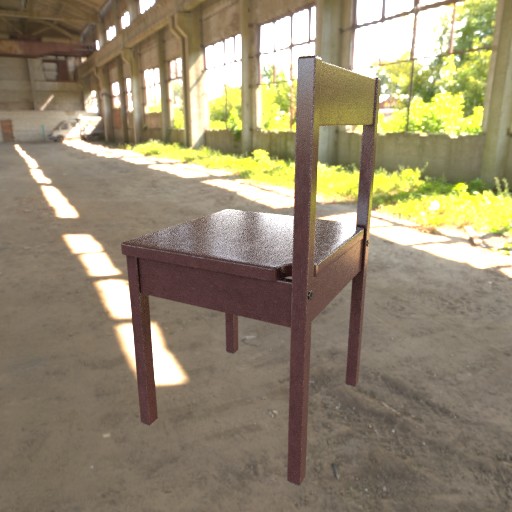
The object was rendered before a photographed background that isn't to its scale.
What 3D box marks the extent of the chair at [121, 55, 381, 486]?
[{"bbox_3d":[0.000,0.000,0.878,0.361,0.668,0.367,9,19,27],"label":"chair"}]
